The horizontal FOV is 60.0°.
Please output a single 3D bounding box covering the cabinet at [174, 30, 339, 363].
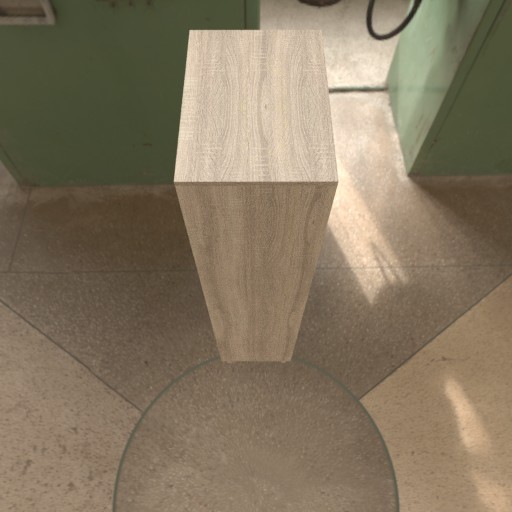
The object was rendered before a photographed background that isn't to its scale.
[{"bbox_3d":[0.000,0.000,2.026,0.400,1.850,0.570,0,62,0],"label":"cabinet"}]
